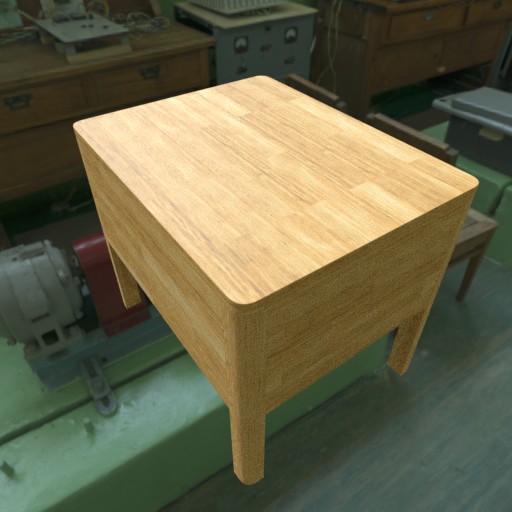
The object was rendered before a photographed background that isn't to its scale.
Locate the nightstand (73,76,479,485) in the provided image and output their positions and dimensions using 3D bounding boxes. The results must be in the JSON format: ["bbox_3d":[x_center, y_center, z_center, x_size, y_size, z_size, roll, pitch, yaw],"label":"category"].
[{"bbox_3d":[0.000,0.000,0.891,0.440,0.470,0.560,-25,47,-26],"label":"nightstand"}]
